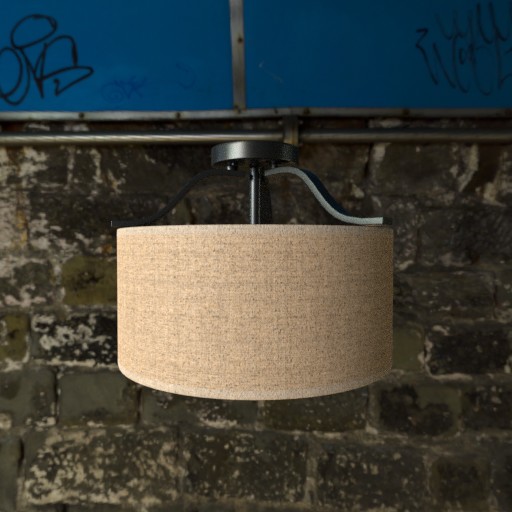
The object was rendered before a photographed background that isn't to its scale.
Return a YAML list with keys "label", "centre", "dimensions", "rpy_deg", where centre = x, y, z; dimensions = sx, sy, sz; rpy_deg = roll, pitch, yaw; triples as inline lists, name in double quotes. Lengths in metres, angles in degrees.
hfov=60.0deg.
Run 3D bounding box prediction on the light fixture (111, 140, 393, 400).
- label: "light fixture"
  centre: [0.000, 0.000, 0.647]
  dimensions: [0.390, 0.306, 0.390]
  rpy_deg: [0, 1, 0]
